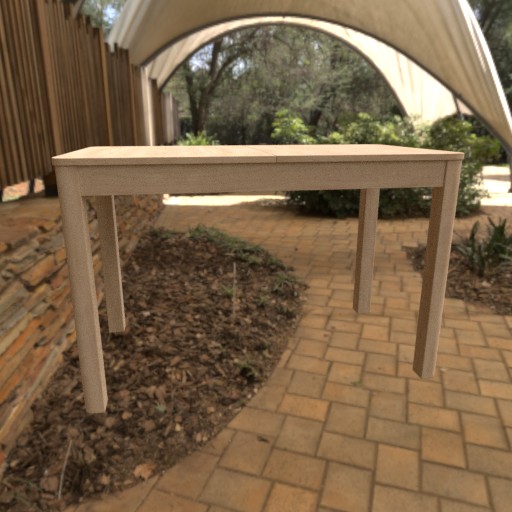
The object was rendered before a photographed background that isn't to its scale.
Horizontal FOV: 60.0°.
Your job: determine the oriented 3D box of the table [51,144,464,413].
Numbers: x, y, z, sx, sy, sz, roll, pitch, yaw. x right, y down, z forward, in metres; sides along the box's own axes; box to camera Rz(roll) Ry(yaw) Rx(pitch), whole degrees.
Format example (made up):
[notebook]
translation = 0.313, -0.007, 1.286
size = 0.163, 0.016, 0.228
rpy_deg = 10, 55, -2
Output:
[table]
translation = 0.000, 0.000, 1.924
size = 1.400, 0.900, 0.750
rpy_deg = -3, 17, -10
